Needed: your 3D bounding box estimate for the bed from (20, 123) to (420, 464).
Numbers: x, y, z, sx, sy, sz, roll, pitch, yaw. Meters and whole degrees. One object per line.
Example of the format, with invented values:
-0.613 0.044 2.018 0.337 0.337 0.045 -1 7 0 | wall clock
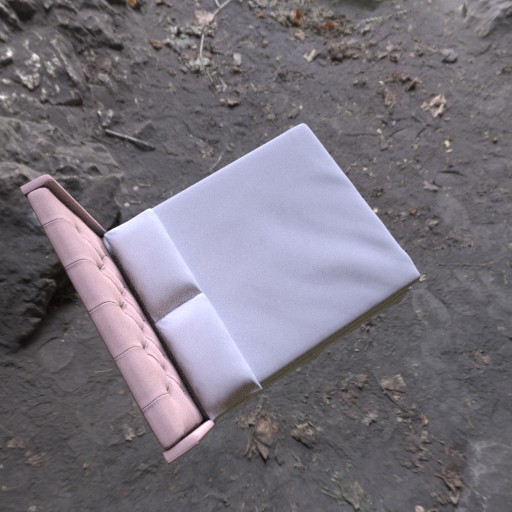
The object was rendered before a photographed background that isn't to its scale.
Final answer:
0.000 0.000 3.220 2.066 1.665 1.719 -32 77 -8 | bed
